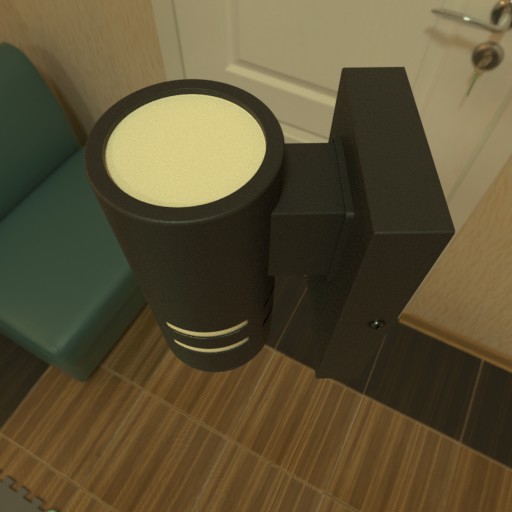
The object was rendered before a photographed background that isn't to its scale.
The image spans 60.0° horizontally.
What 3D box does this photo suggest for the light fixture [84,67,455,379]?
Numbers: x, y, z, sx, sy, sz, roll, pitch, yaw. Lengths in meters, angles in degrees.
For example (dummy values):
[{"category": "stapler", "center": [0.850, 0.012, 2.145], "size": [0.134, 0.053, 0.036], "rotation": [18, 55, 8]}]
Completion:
[{"category": "light fixture", "center": [0.000, 0.000, 0.255], "size": [0.138, 0.179, 0.098], "rotation": [-1, 59, -1]}]
